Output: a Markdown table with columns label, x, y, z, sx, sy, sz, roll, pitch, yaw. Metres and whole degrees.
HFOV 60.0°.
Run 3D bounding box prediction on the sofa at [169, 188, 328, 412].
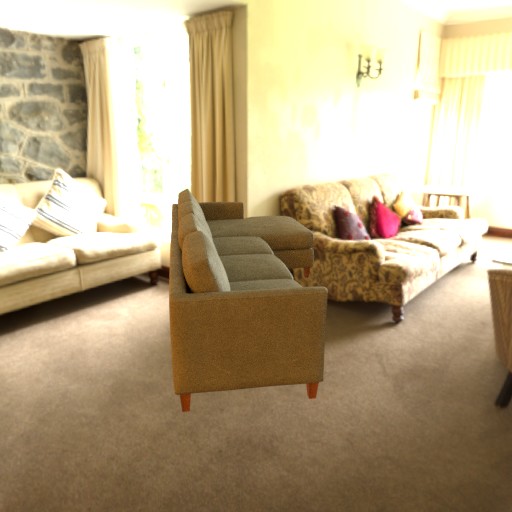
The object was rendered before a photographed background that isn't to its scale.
| label | x | y | z | sx | sy | sz | roll | pitch | yaw |
| --- | --- | --- | --- | --- | --- | --- | --- | --- | --- |
| sofa | 0.000 | 0.000 | 4.262 | 1.604 | 0.950 | 3.471 | -3 | 16 | -10 |
